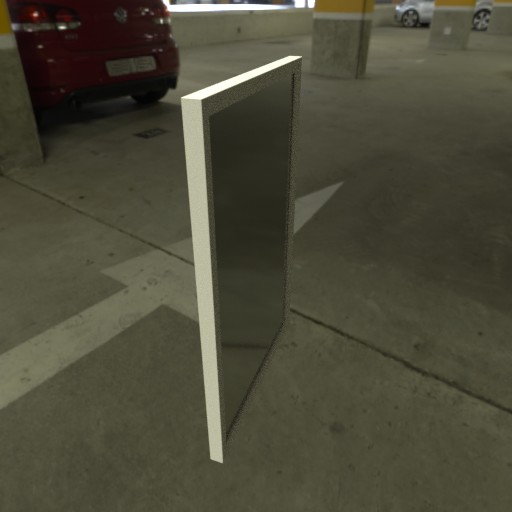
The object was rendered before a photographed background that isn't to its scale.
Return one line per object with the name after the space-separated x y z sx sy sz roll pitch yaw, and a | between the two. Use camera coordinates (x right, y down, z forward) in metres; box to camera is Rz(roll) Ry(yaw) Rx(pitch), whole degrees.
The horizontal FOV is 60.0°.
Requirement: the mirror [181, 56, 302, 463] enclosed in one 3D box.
0.000 0.000 1.180 0.041 0.914 0.609 11 32 17 | mirror
